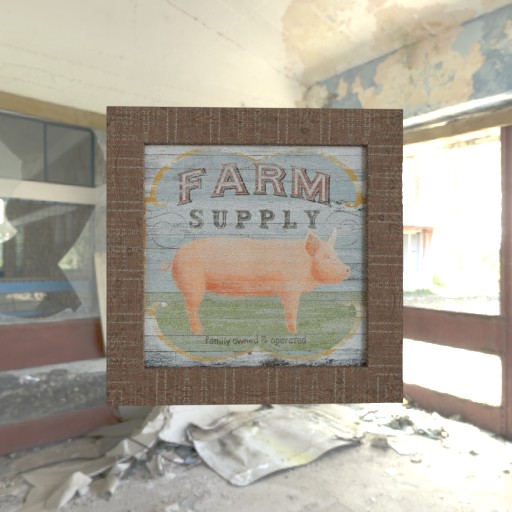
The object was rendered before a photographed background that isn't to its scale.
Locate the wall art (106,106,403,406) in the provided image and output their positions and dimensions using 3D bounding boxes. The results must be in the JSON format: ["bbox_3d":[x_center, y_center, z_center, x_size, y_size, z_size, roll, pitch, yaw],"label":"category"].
[{"bbox_3d":[0.000,0.000,0.812,0.531,0.531,0.040,0,0,-2],"label":"wall art"}]
